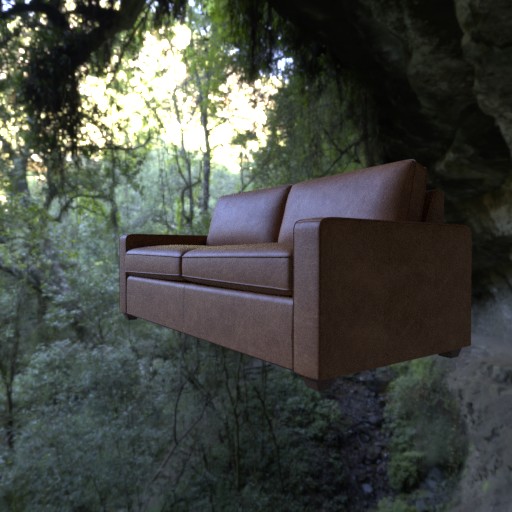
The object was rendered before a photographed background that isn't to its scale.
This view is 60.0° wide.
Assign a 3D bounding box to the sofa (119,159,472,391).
[{"bbox_3d":[0.000,0.000,2.633,0.991,0.928,2.156,-1,1,-35],"label":"sofa"}]
